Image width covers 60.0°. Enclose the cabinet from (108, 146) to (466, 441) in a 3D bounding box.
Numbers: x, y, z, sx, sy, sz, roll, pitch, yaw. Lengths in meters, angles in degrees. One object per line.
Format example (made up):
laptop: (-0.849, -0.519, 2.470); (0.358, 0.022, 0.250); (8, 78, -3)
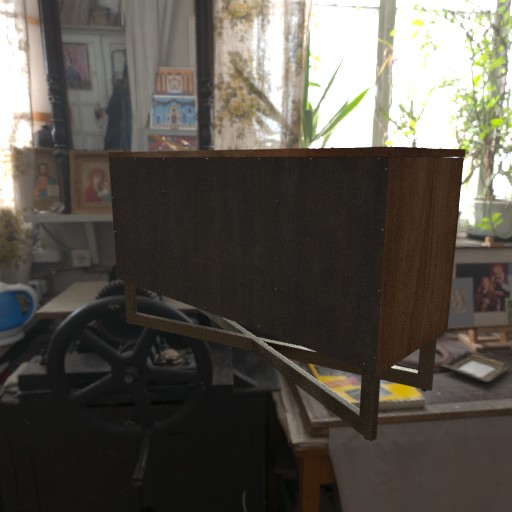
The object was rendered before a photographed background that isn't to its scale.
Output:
cabinet: (0.000, 0.000, 1.761); (1.373, 0.812, 0.480); (12, 17, 43)
